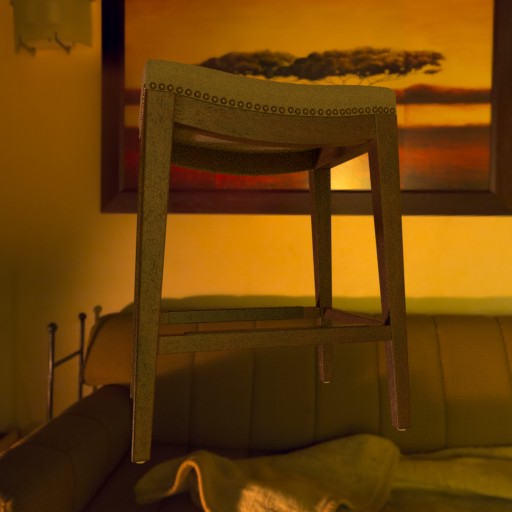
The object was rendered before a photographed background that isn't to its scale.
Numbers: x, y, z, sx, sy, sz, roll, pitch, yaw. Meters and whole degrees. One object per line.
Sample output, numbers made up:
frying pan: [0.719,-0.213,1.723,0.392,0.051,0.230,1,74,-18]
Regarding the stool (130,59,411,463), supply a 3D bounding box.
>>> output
stool: [0.000,0.000,0.937,0.508,0.660,0.356,0,0,-16]
